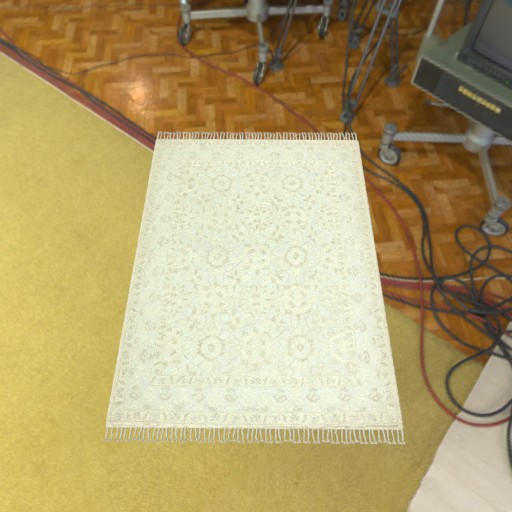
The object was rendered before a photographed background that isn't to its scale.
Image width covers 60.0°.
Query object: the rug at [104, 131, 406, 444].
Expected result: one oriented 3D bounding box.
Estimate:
[{"bbox_3d":[0.000,0.000,2.252,1.223,0.015,1.771,0,58,0],"label":"rug"}]
